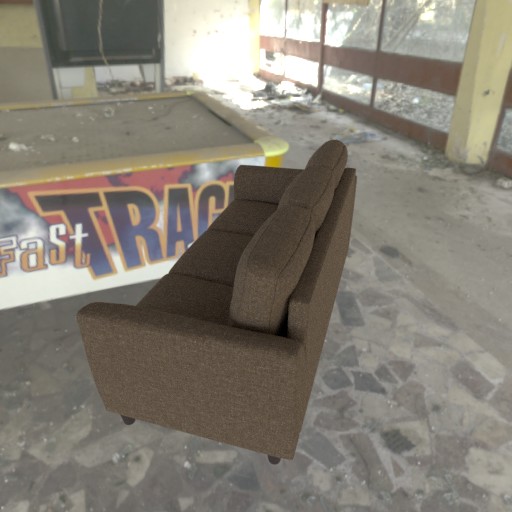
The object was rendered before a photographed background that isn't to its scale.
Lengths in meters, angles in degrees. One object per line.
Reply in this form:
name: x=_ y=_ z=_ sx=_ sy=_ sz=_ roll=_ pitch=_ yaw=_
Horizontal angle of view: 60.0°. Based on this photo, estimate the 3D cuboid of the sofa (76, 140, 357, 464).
sofa: x=0.000 y=0.000 z=2.333 sx=0.837 sy=0.891 sz=1.847 roll=8 pitch=30 yaw=15
